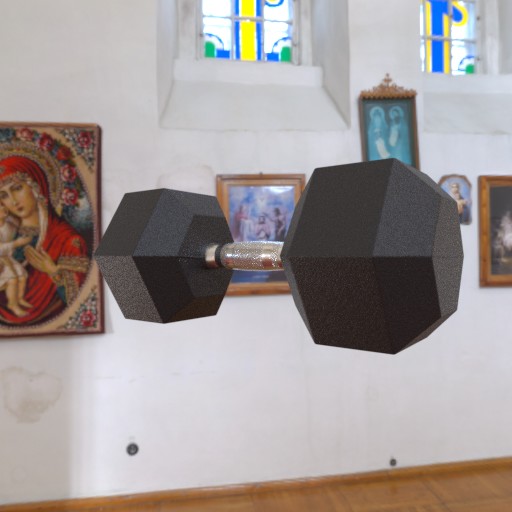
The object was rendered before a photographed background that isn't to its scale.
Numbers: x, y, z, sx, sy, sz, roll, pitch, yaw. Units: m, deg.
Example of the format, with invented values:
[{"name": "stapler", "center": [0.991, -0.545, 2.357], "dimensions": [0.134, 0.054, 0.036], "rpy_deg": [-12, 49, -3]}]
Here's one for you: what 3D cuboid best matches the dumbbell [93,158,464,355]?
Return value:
[{"name": "dumbbell", "center": [0.000, 0.000, 0.330], "dimensions": [0.271, 0.106, 0.122], "rpy_deg": [0, 0, 36]}]
